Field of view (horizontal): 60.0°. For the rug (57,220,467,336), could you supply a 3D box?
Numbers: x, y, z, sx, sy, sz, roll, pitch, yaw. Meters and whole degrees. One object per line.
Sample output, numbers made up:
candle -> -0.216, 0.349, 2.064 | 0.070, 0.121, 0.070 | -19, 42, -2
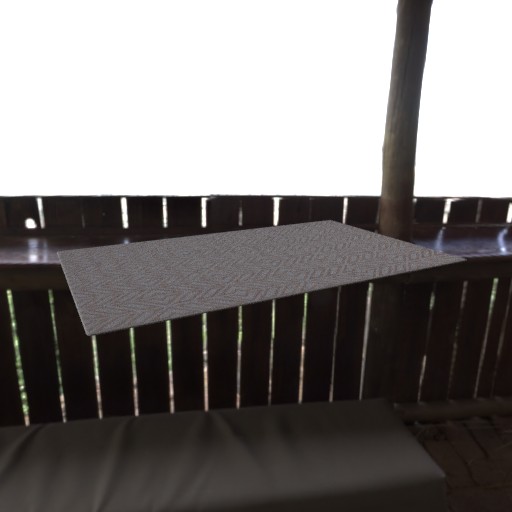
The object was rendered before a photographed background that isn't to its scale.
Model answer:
rug -> 0.000, 0.000, 3.091 | 2.438, 0.008, 1.523 | -8, 18, -27
